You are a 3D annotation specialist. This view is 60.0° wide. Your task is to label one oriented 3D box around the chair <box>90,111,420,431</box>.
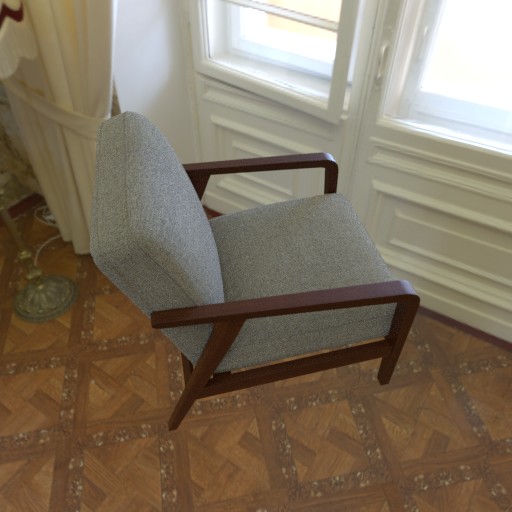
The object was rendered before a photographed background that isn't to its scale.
[{"bbox_3d":[0.000,0.000,1.463,0.858,0.847,0.704,-9,46,-9],"label":"chair"}]
